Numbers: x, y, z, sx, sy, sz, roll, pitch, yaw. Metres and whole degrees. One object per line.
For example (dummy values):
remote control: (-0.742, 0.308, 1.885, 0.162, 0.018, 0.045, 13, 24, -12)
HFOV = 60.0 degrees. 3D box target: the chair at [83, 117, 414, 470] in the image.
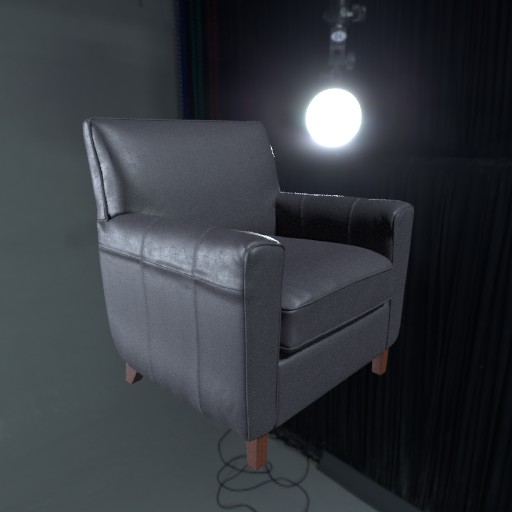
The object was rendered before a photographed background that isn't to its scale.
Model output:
chair: (0.000, 0.000, 1.580, 0.825, 0.943, 0.870, 15, 21, 42)
